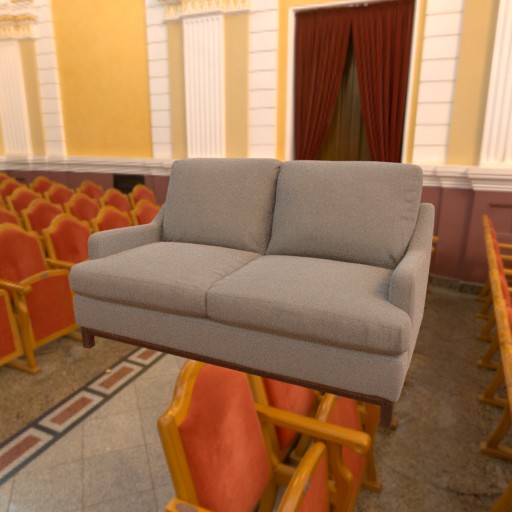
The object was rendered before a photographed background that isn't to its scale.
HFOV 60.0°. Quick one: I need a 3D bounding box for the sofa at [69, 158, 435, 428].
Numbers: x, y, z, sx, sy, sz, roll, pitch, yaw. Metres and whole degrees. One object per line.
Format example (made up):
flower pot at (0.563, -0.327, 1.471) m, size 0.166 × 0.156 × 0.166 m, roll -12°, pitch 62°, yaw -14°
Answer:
sofa at (0.000, 0.000, 2.213) m, size 1.589 × 0.921 × 0.987 m, roll 7°, pitch 17°, yaw 24°
